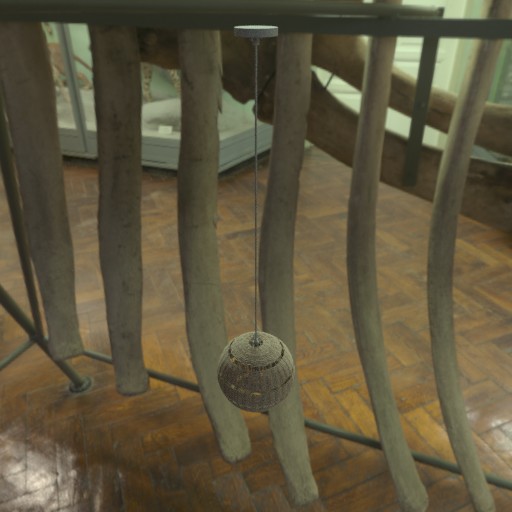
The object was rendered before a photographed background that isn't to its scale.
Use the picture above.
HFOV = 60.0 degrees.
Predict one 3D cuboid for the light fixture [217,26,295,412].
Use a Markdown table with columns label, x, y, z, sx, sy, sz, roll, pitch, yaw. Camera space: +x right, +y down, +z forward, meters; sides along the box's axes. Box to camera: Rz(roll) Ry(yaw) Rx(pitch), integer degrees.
| label | x | y | z | sx | sy | sz | roll | pitch | yaw |
| --- | --- | --- | --- | --- | --- | --- | --- | --- | --- |
| light fixture | 0.000 | 0.000 | 2.197 | 0.457 | 2.019 | 0.457 | 12 | 33 | 19 |
